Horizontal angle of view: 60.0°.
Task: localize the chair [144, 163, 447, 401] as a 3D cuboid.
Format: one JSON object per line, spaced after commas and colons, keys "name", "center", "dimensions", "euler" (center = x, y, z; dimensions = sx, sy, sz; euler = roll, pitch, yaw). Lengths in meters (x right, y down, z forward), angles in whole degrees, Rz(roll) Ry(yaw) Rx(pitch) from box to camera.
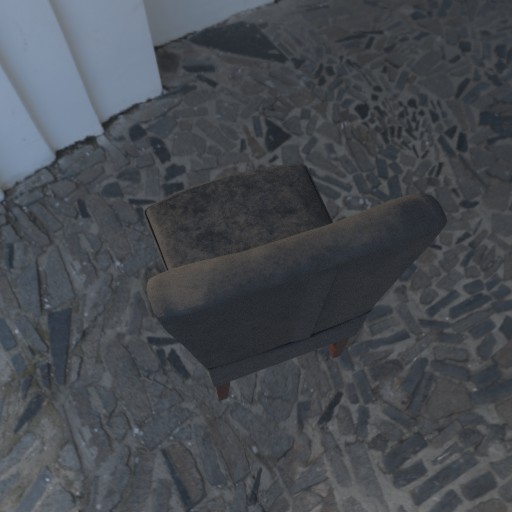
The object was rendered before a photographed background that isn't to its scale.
{"name": "chair", "center": [0.000, 0.000, 1.176], "dimensions": [0.521, 0.806, 0.554], "euler": [-18, 62, -10]}
